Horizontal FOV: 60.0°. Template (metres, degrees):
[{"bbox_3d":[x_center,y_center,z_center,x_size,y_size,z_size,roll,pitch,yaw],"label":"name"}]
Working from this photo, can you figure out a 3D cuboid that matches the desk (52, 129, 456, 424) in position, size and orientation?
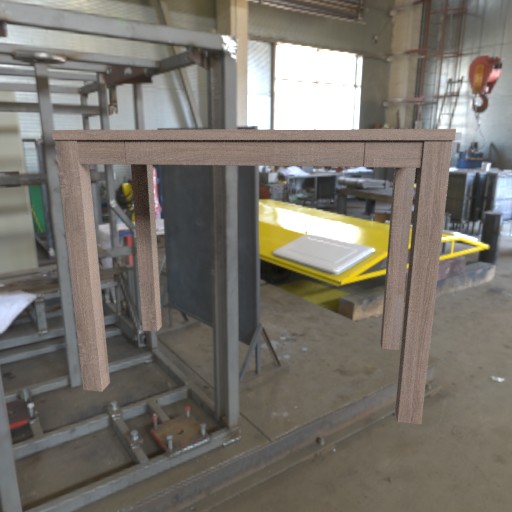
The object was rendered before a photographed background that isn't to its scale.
[{"bbox_3d":[0.000,0.000,1.402,0.991,0.762,0.495,3,15,10],"label":"desk"}]
